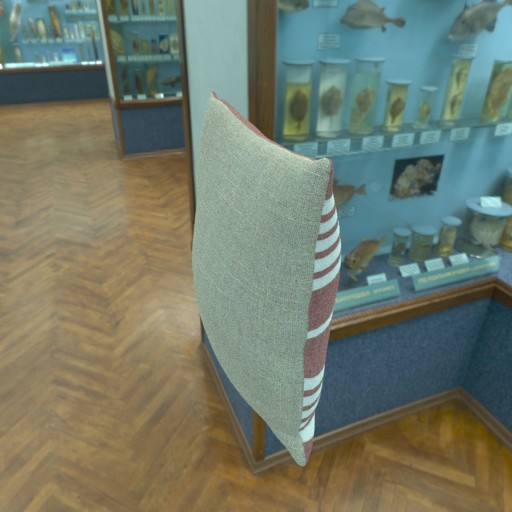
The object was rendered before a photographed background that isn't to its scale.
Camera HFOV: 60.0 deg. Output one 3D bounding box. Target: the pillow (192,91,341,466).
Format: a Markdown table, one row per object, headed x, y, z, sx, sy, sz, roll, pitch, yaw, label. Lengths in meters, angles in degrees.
| x | y | z | sx | sy | sz | roll | pitch | yaw | label |
| --- | --- | --- | --- | --- | --- | --- | --- | --- | --- |
| 0.000 | 0.000 | 0.680 | 0.182 | 0.427 | 0.439 | -10 | 31 | -17 | pillow |
